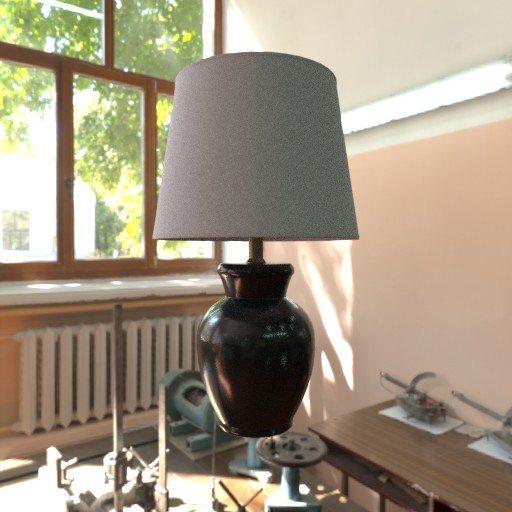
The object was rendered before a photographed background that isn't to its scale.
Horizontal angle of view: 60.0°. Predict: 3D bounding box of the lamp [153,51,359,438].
[{"bbox_3d":[0.000,0.000,0.526,0.239,0.399,0.239,0,1,0],"label":"lamp"}]
